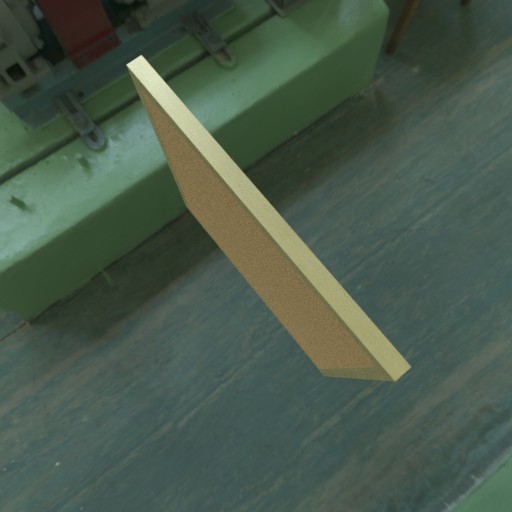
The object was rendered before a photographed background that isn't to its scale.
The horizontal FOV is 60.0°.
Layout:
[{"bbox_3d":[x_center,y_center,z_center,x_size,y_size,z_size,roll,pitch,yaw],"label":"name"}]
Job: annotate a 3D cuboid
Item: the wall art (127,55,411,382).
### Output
[{"bbox_3d":[0.000,0.000,1.160,0.037,0.763,0.763,-38,79,-9],"label":"wall art"}]
